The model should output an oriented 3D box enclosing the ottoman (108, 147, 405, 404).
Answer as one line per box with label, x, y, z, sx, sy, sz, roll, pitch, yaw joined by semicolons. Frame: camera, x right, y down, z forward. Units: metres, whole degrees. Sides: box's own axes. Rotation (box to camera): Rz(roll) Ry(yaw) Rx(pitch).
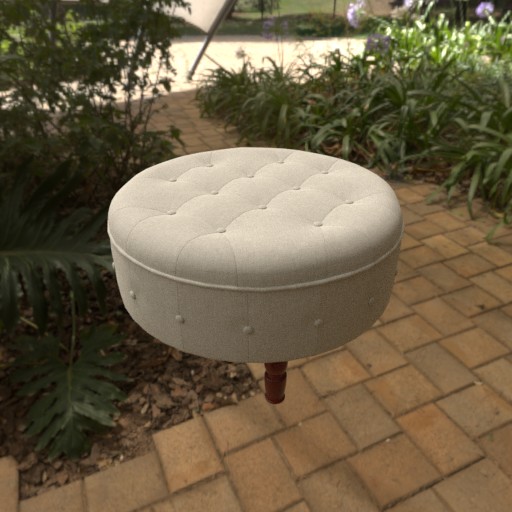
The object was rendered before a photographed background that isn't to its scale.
ottoman;0.000;0.000;1.401;0.850;0.483;0.850;0;30;0
